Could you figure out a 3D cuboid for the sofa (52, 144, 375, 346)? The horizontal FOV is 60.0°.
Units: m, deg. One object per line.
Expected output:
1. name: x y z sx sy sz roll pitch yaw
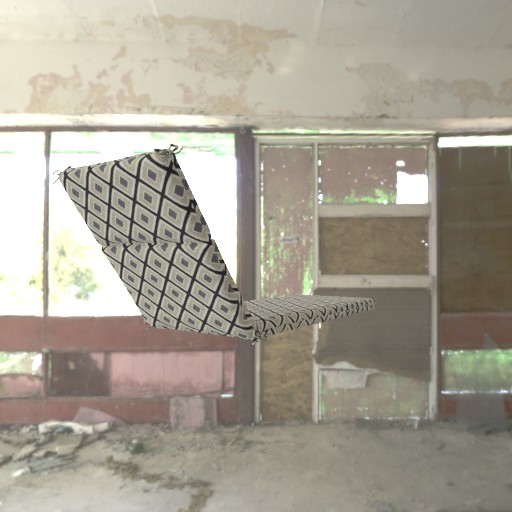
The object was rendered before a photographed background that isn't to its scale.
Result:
1. sofa: 0.000 0.000 2.008 0.582 0.622 1.663 0 -1 35
